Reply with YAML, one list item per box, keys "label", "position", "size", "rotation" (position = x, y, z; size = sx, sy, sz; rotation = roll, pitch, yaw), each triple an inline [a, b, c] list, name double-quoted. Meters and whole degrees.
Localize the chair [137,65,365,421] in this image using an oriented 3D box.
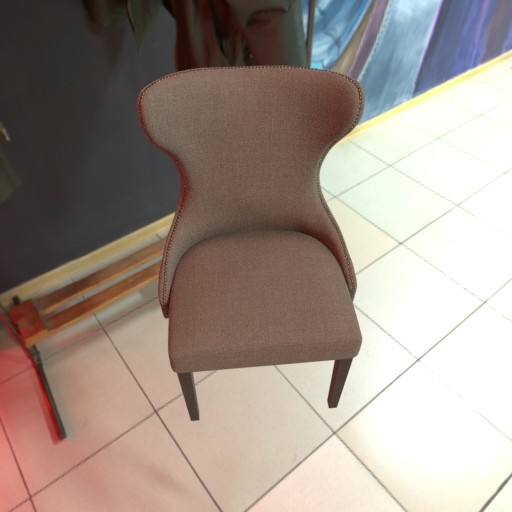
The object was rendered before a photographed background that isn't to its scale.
- label: "chair"
  position: [0.000, 0.000, 1.396]
  size: [0.628, 0.967, 0.635]
  rotation: [-4, 47, -4]
